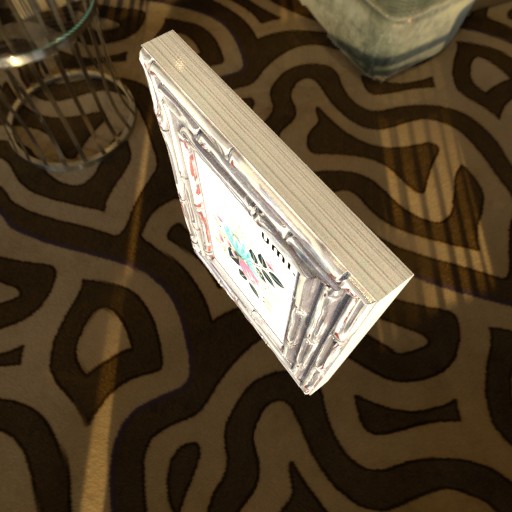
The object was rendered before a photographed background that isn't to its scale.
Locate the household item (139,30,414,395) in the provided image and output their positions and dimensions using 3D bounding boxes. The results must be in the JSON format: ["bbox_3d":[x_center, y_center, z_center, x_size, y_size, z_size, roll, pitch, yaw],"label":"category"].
[{"bbox_3d":[0.000,0.000,0.285,0.025,0.216,0.165,-34,69,-15],"label":"household item"}]
